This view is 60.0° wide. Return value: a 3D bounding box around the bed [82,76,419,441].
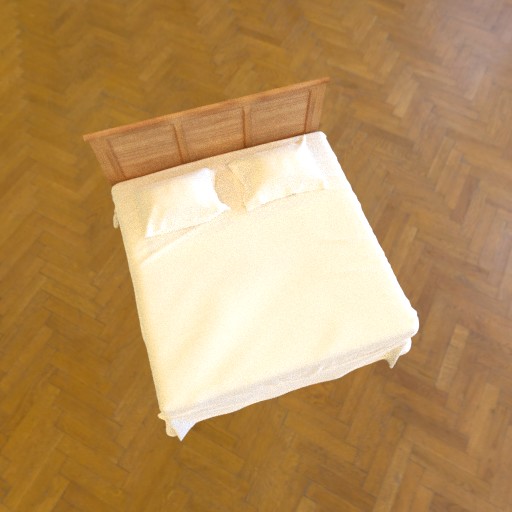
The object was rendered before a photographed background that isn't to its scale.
[{"bbox_3d":[0.000,0.000,3.613,2.317,1.270,2.215,-16,65,-8],"label":"bed"}]
